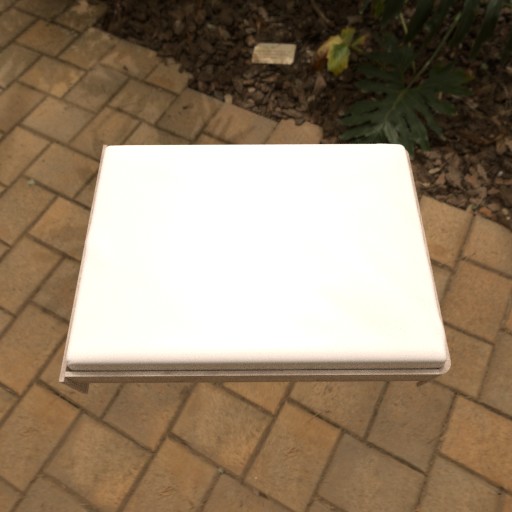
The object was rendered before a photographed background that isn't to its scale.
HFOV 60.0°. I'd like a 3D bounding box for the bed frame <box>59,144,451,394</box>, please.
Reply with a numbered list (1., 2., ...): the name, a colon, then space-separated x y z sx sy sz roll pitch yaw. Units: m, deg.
1. bed frame: 0.000 0.000 2.623 1.950 0.462 1.490 0 63 0
